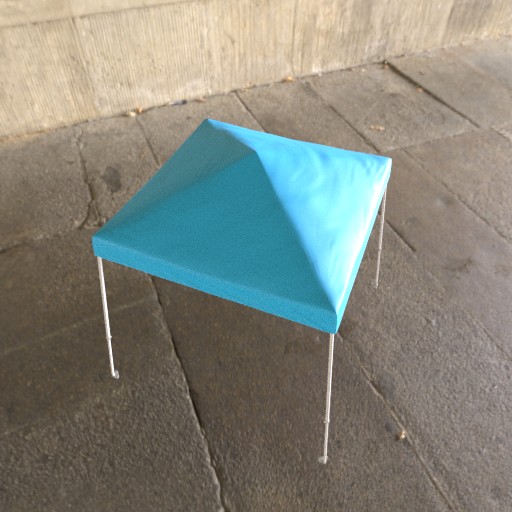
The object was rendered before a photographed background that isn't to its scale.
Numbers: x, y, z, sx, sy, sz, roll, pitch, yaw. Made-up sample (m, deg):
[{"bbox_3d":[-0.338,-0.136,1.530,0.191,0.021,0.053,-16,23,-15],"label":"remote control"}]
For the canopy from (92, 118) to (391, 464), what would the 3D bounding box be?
[{"bbox_3d":[0.000,0.000,5.209,2.848,2.849,2.849,17,48,15],"label":"canopy"}]
